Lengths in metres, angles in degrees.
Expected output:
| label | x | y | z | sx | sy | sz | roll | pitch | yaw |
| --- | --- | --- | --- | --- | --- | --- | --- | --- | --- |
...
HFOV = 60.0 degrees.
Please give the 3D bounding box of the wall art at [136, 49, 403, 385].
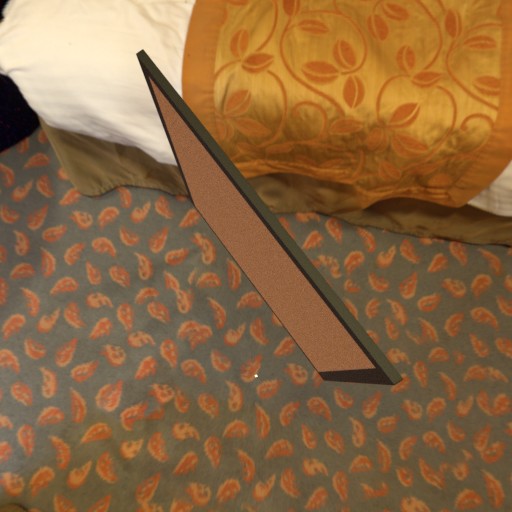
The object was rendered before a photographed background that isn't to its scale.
| label | x | y | z | sx | sy | sz | roll | pitch | yaw |
| --- | --- | --- | --- | --- | --- | --- | --- | --- | --- |
| wall art | 0.000 | 0.000 | 0.990 | 0.016 | 0.659 | 0.663 | -35 | 78 | -9 |
